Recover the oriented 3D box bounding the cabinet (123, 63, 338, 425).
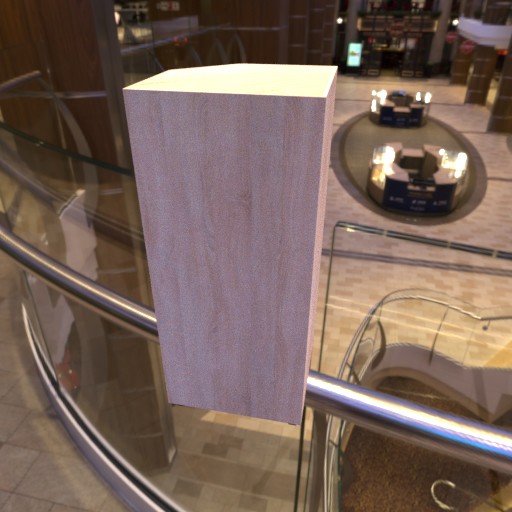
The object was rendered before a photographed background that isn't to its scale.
[{"bbox_3d":[0.000,0.000,2.823,1.327,2.120,1.094,-18,35,-28],"label":"cabinet"}]
